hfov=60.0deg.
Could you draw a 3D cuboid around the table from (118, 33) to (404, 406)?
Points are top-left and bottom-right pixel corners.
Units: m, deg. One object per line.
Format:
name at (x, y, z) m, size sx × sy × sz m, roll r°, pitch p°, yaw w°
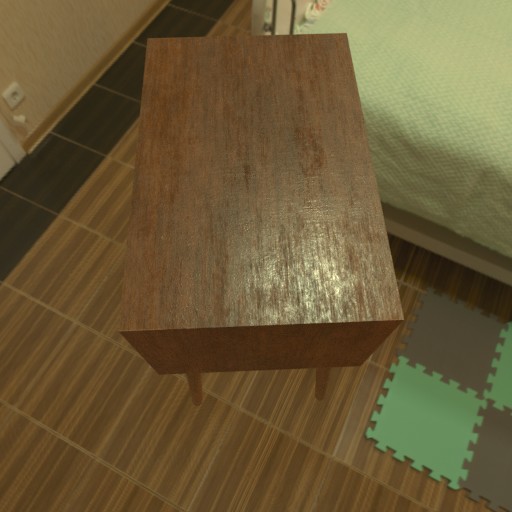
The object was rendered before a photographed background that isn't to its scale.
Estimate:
table at (0.000, 0.000, 0.827) m, size 0.307 × 0.580 × 0.454 m, roll -2°, pitch 63°, yaw -1°
